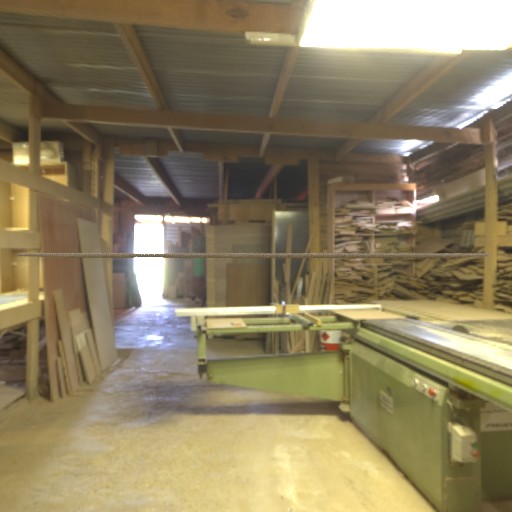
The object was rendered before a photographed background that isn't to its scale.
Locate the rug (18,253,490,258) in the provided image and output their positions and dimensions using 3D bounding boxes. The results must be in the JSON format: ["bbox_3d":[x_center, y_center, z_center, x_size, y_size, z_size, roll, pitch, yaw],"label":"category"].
[{"bbox_3d":[0.000,0.000,2.465,2.276,0.014,0.678,0,-1,-2],"label":"rug"}]
